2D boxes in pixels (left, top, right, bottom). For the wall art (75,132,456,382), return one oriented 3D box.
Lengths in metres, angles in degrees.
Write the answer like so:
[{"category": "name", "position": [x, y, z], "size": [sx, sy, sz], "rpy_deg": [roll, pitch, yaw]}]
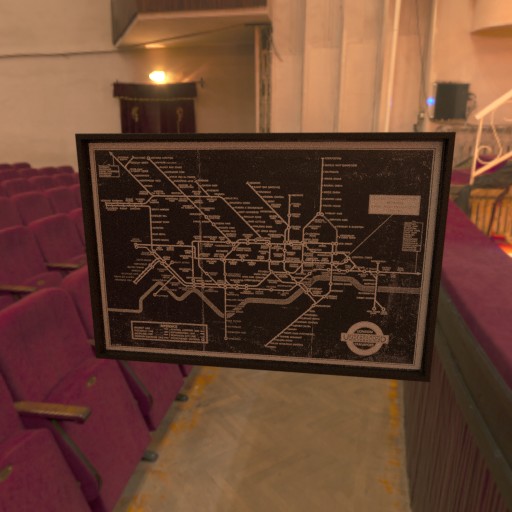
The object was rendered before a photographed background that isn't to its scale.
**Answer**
[{"category": "wall art", "position": [0.000, 0.000, 0.853], "size": [0.671, 0.456, 0.051], "rpy_deg": [2, 14, 8]}]
